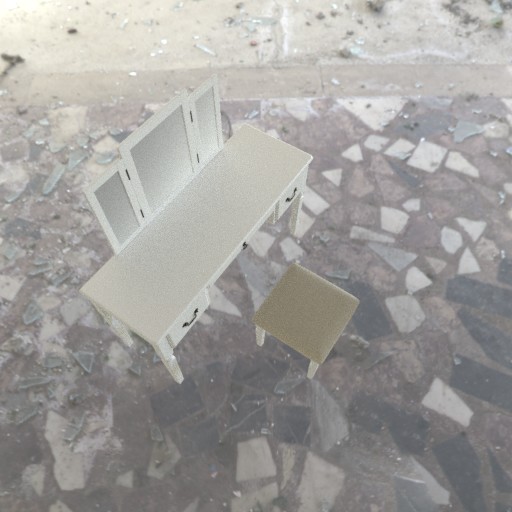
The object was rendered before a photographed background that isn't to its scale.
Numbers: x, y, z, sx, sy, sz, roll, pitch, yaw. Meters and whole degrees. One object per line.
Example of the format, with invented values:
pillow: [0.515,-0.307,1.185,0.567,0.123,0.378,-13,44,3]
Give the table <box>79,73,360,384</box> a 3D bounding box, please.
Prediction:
table: [0.000,0.000,2.306,1.115,1.310,1.369,30,64,17]
